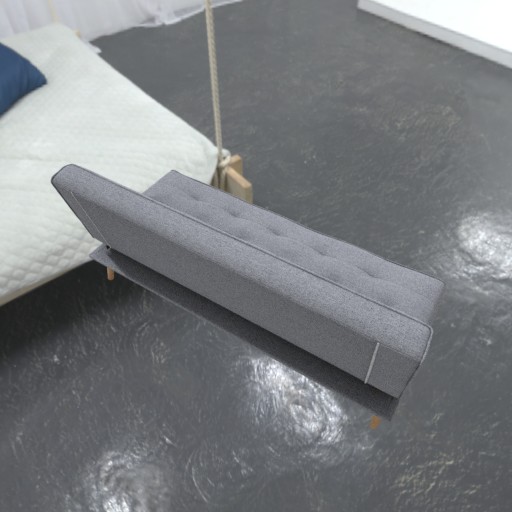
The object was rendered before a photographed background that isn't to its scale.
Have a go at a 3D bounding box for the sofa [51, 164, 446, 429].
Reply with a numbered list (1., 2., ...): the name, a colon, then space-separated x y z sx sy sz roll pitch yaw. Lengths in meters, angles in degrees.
1. sofa: 0.000 0.000 2.289 1.820 0.830 0.810 25 52 21
